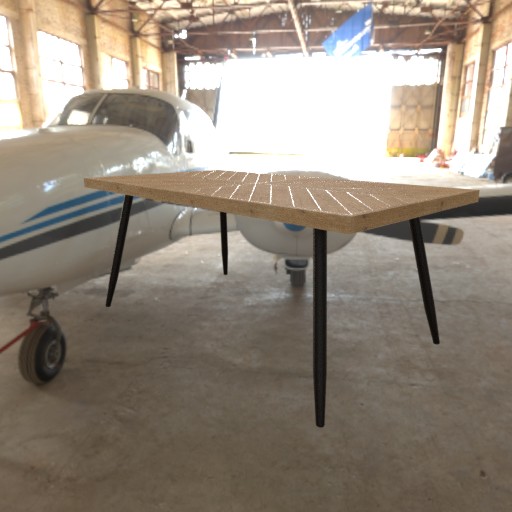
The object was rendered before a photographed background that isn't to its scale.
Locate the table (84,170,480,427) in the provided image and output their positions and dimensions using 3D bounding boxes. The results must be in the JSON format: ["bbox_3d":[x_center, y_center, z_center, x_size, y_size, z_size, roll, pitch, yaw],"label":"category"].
[{"bbox_3d":[0.000,0.000,2.338,0.991,0.762,1.803,-14,20,-42],"label":"table"}]
